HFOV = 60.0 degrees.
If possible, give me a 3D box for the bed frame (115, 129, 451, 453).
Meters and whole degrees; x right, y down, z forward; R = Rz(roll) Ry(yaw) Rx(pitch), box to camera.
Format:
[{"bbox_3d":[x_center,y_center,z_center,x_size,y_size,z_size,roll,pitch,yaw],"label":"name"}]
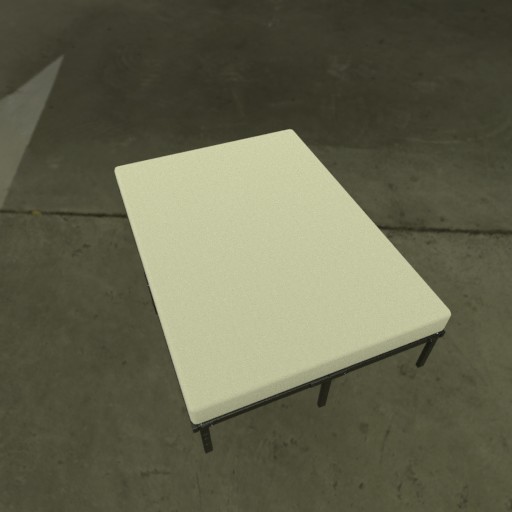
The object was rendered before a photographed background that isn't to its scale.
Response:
[{"bbox_3d":[0.000,0.000,3.872,2.205,0.680,2.842,-11,47,-10],"label":"bed frame"}]
